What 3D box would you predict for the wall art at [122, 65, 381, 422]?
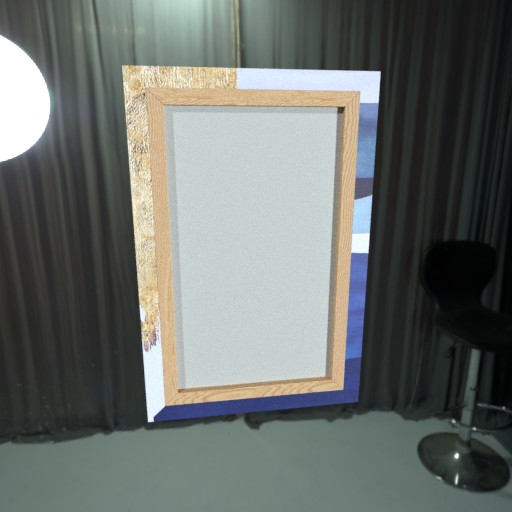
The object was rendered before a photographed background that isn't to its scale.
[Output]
[{"bbox_3d":[0.000,0.000,1.165,0.607,0.911,0.039,-2,15,-9],"label":"wall art"}]
